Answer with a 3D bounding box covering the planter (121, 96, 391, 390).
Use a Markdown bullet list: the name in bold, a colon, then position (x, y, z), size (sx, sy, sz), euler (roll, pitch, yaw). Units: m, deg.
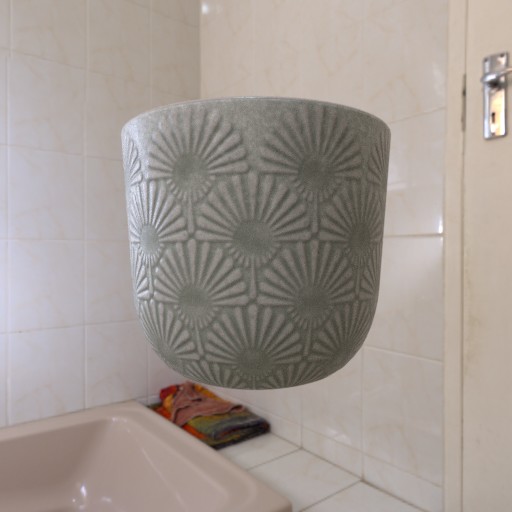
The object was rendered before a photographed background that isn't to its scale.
- **planter**: position (0.000, 0.000, 0.291), size (0.170, 0.152, 0.170), euler (0, 1, 0)
